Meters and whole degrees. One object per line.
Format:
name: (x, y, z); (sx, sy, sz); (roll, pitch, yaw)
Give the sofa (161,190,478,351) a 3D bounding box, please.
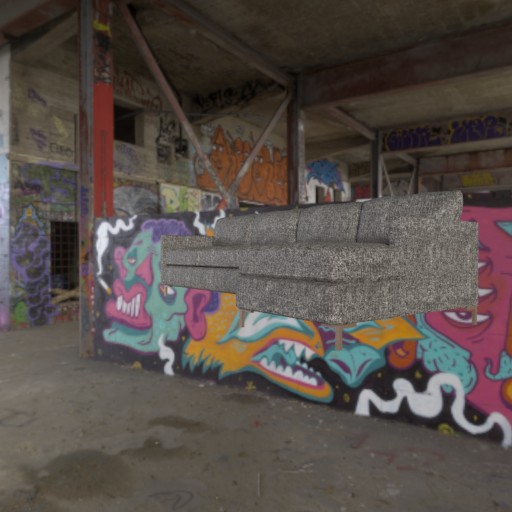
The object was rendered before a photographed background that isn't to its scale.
sofa: (0.000, 0.000, 4.035); (1.488, 0.970, 3.384); (0, 0, -36)
